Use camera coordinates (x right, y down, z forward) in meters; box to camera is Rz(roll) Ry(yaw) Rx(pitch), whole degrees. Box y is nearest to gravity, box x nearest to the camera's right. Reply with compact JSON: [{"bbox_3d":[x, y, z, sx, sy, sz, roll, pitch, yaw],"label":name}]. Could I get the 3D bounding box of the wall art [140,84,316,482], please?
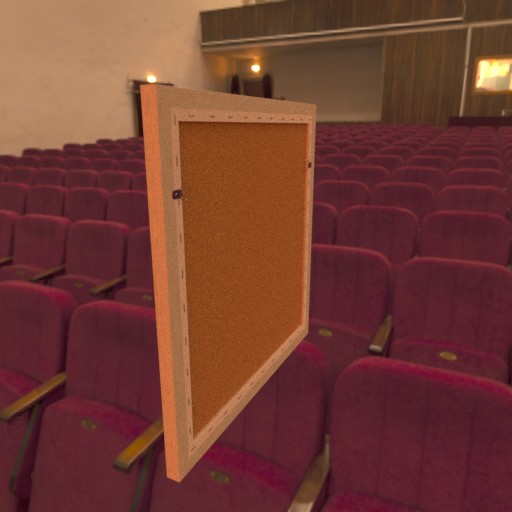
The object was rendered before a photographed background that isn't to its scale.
[{"bbox_3d":[0.000,0.000,1.511,0.045,1.016,1.016,8,18,25],"label":"wall art"}]
